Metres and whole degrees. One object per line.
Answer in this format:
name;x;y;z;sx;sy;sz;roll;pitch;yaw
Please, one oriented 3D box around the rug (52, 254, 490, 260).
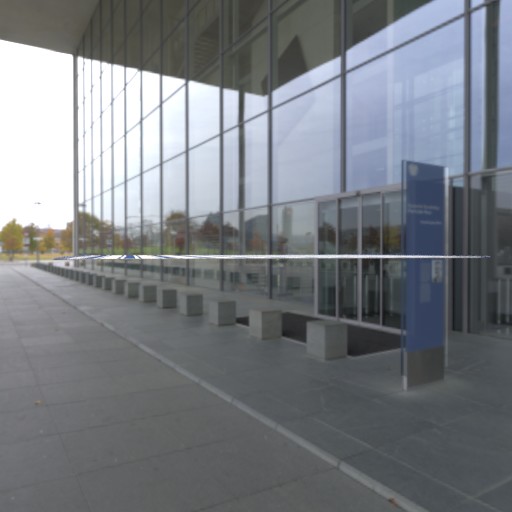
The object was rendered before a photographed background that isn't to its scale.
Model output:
rug;0.000;0.000;4.417;3.416;0.016;2.471;0;1;-16
